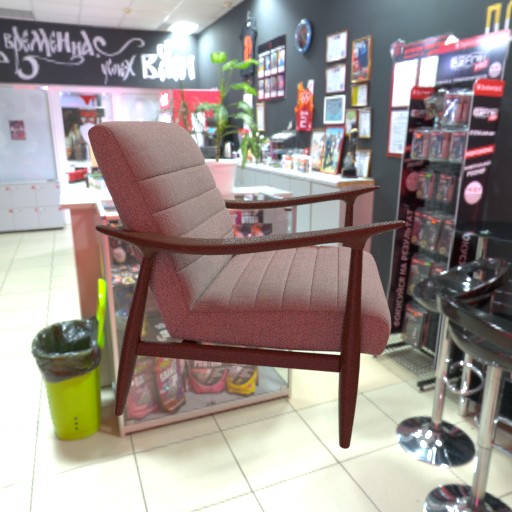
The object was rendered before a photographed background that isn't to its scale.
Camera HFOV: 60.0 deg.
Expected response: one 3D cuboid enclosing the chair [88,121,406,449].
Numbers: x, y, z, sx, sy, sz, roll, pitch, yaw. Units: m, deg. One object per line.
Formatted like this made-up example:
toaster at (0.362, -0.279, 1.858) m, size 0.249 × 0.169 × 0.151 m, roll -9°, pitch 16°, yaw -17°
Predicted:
chair at (0.000, 0.000, 1.420) m, size 0.798 × 0.832 × 0.741 m, roll 3°, pitch 16°, yaw 10°
